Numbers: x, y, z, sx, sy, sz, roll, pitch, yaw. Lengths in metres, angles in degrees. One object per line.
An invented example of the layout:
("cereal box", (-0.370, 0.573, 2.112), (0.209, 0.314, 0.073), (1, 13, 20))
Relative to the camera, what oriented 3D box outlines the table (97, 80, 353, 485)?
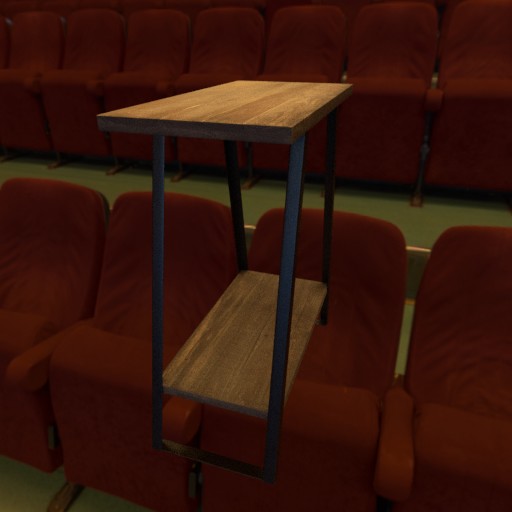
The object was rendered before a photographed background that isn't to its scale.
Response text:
("table", (0.000, 0.000, 1.024), (0.300, 0.701, 0.599), (8, 28, 17))
